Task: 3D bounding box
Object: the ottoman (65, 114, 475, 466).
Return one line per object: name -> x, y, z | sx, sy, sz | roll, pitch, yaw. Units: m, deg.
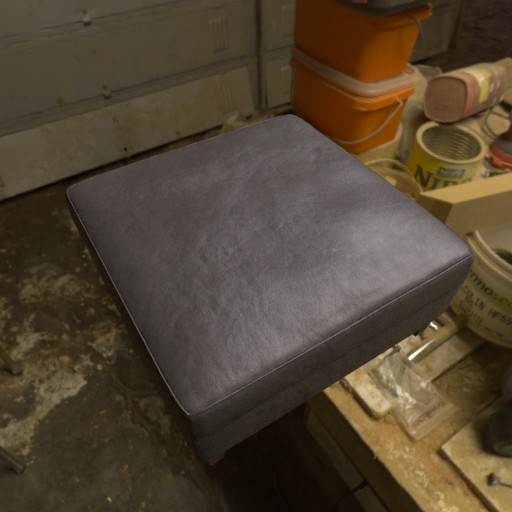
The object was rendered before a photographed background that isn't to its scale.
ottoman -> 0.000, 0.000, 1.304 | 0.836, 0.415, 0.844 | -25, 51, -21
